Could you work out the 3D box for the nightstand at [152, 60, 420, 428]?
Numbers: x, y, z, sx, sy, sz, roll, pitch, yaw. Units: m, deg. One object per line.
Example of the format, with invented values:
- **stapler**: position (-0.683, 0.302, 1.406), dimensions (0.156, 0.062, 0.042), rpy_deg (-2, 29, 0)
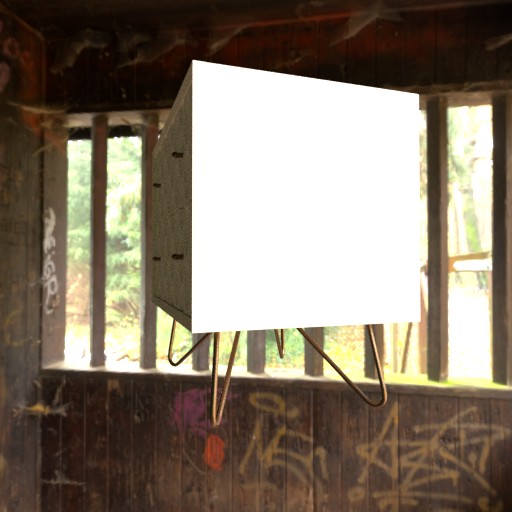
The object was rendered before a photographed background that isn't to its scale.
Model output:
- **nightstand**: position (0.000, 0.000, 1.052), dimensions (0.447, 0.604, 0.614), rpy_deg (0, -1, -19)
